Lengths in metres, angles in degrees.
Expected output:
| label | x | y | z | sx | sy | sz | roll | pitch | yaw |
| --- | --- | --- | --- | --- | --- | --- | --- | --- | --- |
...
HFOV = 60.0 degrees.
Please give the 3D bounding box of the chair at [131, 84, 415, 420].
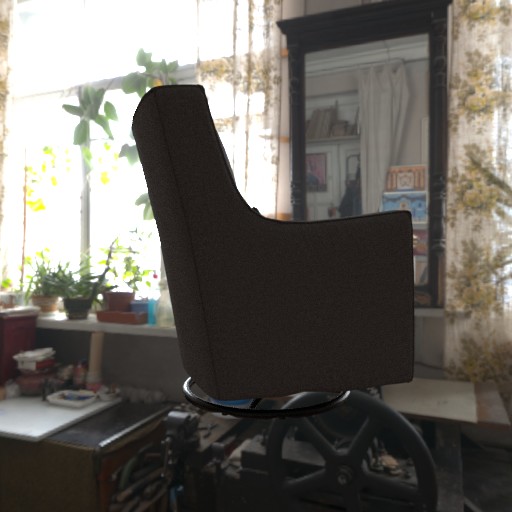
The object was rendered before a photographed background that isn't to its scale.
| label | x | y | z | sx | sy | sz | roll | pitch | yaw |
| --- | --- | --- | --- | --- | --- | --- | --- | --- | --- |
| chair | 0.000 | 0.000 | 1.628 | 0.879 | 0.993 | 0.732 | 0 | 0 | -17 |
